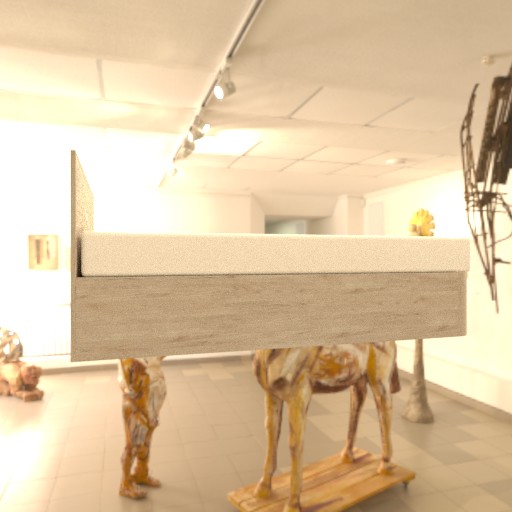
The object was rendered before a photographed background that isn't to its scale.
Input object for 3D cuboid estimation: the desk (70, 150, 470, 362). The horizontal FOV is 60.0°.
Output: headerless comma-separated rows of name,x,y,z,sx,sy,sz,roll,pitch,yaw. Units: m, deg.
desk,0.000,0.000,2.618,1.900,0.800,1.400,0,0,-17
